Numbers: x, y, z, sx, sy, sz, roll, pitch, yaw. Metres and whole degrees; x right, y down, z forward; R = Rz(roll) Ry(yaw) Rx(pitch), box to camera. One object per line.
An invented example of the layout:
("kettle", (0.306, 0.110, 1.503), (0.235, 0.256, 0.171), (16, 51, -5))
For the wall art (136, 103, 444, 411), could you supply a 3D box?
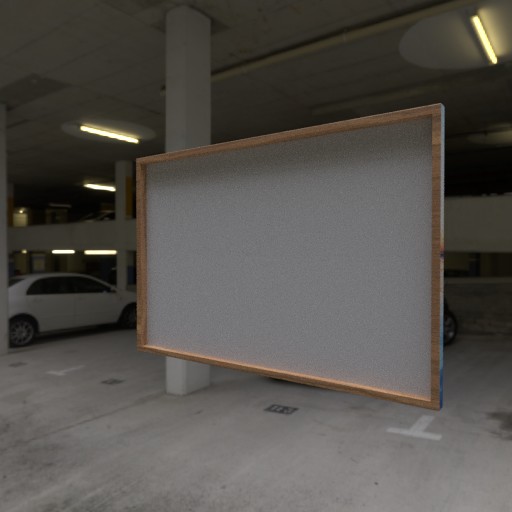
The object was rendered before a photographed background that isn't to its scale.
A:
("wall art", (0.000, 0.000, 0.761), (0.604, 0.402, 0.018), (1, 1, 36))
